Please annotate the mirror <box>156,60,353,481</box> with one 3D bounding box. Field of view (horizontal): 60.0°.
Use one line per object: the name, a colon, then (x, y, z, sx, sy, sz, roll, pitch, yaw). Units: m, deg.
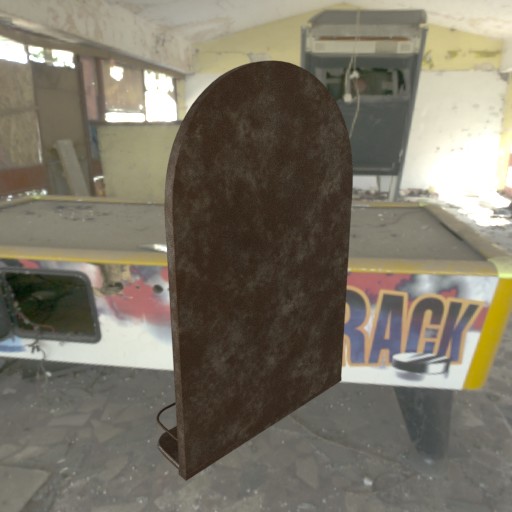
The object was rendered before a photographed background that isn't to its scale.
mirror: (0.000, 0.000, 0.964, 0.510, 0.770, 0.137, -15, 22, -42)
